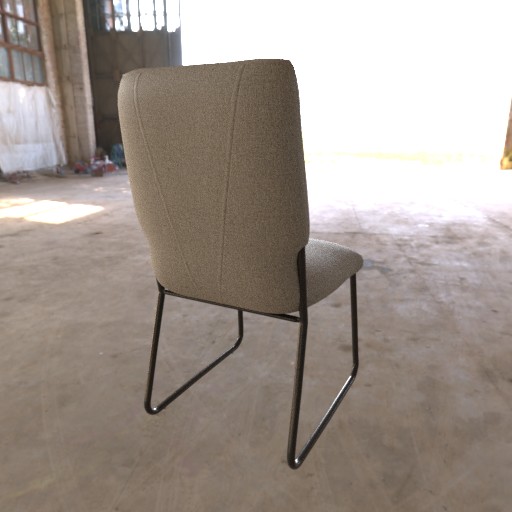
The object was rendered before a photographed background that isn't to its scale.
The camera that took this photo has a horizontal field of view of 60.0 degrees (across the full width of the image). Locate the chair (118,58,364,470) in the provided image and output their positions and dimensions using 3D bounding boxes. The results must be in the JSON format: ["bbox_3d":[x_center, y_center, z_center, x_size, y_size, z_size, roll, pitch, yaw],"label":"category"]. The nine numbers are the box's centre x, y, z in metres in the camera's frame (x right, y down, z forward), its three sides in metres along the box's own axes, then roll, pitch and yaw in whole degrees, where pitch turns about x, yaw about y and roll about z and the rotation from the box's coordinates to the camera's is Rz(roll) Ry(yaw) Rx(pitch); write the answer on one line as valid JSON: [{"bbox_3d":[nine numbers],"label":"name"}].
[{"bbox_3d":[0.000,0.000,1.146,0.448,0.864,0.560,8,18,28],"label":"chair"}]
